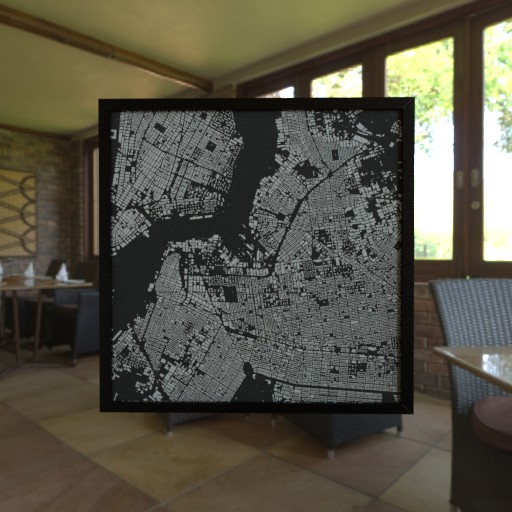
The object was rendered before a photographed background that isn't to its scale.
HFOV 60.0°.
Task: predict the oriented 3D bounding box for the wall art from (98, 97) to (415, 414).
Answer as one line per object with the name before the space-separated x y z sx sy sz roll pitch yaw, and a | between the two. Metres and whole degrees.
wall art | 0.000 0.000 0.438 0.299 0.299 0.037 0 1 1
